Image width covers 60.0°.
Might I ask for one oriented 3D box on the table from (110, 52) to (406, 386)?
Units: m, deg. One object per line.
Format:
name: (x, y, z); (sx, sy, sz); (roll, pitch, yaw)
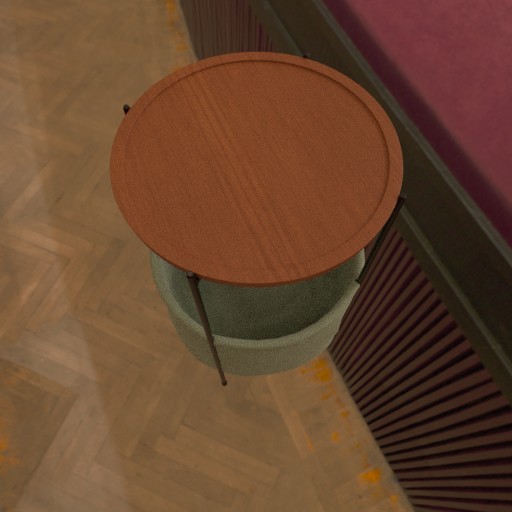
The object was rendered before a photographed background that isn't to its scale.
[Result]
table: (0.000, 0.000, 0.862); (0.400, 0.623, 0.400); (-20, 65, -10)
